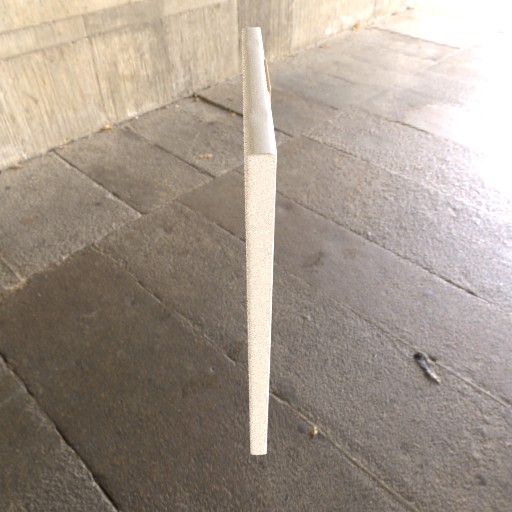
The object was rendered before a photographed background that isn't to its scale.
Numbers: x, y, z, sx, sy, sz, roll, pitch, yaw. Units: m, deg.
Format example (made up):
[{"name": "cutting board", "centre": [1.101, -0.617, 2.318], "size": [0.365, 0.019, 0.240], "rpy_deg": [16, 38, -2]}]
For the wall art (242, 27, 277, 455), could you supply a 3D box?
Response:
[{"name": "wall art", "centre": [0.000, 0.000, 1.116], "size": [0.048, 0.902, 0.602], "rpy_deg": [-1, 42, -1]}]
